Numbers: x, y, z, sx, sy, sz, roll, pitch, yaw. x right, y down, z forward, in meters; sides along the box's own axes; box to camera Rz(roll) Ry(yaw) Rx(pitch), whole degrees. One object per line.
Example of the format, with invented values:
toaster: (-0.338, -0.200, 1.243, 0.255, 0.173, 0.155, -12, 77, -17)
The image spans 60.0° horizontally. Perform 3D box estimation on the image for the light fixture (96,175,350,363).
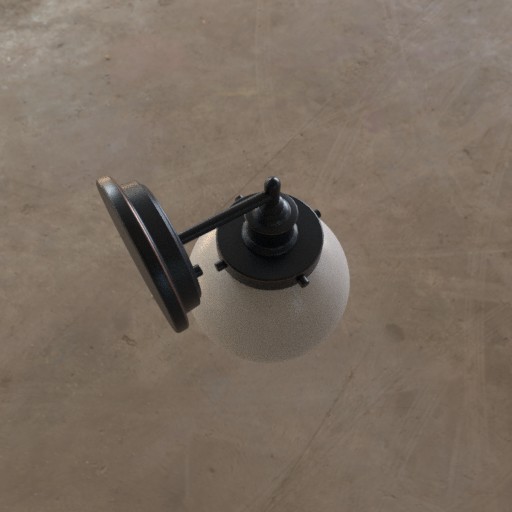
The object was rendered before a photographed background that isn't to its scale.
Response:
light fixture: (0.000, 0.000, 0.475, 0.230, 0.332, 0.197, -28, 63, -16)
